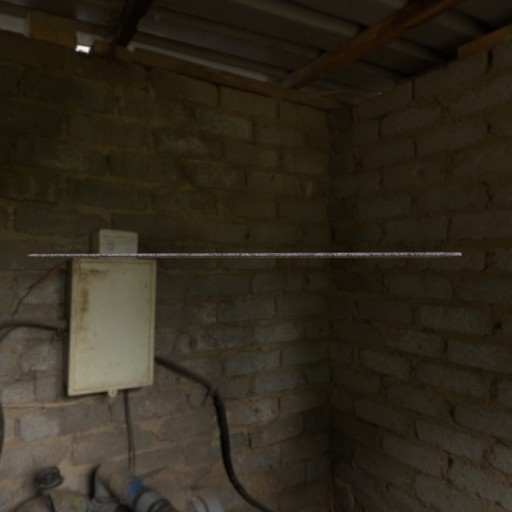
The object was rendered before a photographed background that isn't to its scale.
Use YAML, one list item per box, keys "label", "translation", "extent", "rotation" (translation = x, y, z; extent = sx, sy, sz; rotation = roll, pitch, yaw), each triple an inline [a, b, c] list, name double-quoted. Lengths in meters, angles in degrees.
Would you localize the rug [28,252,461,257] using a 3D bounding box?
- label: "rug"
  translation: [0.000, 0.000, 2.207]
  extent: [1.752, 0.013, 1.158]
  rotation: [0, 0, 18]
